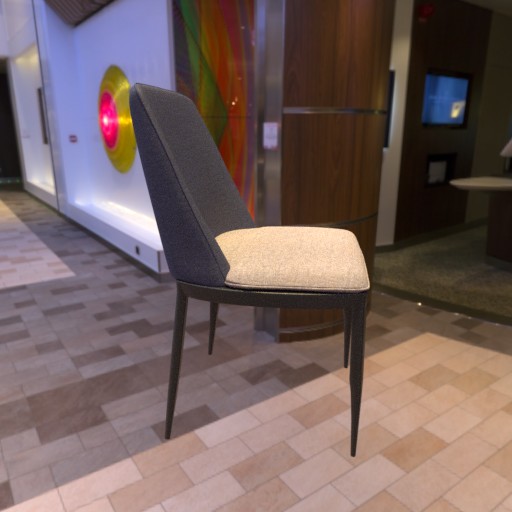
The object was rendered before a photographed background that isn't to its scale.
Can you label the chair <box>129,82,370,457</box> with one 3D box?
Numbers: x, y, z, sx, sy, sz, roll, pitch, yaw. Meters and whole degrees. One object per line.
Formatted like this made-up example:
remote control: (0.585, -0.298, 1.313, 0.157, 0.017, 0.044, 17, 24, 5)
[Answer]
chair: (0.000, 0.000, 1.157, 0.551, 0.839, 0.480, 2, 16, 8)
